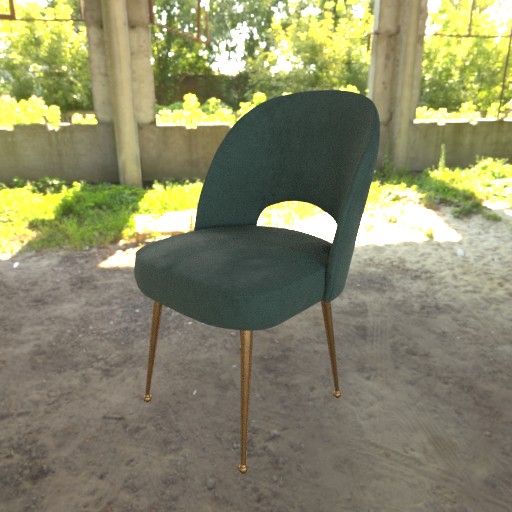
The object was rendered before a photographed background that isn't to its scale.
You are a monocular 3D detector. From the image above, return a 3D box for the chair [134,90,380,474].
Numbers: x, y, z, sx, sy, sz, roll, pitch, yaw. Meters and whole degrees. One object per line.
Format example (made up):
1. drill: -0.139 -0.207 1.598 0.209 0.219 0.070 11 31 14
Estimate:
1. chair: 0.000 0.000 1.200 0.527 0.860 0.577 16 24 41
